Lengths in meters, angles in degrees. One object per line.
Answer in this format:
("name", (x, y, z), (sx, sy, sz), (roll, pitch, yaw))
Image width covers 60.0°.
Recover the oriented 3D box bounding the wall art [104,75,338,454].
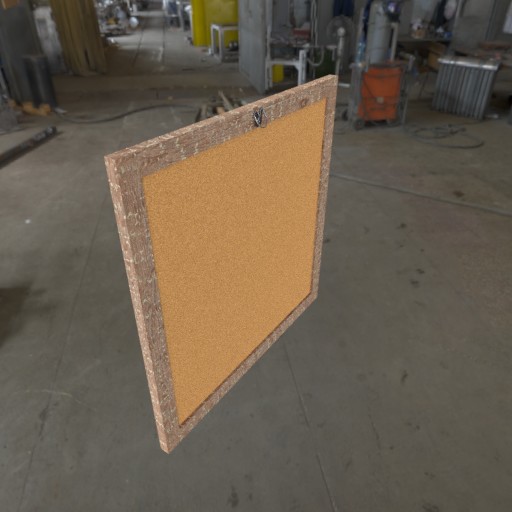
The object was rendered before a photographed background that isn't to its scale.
("wall art", (0.000, 0.000, 0.574), (0.022, 0.380, 0.380), (21, 39, 29))
